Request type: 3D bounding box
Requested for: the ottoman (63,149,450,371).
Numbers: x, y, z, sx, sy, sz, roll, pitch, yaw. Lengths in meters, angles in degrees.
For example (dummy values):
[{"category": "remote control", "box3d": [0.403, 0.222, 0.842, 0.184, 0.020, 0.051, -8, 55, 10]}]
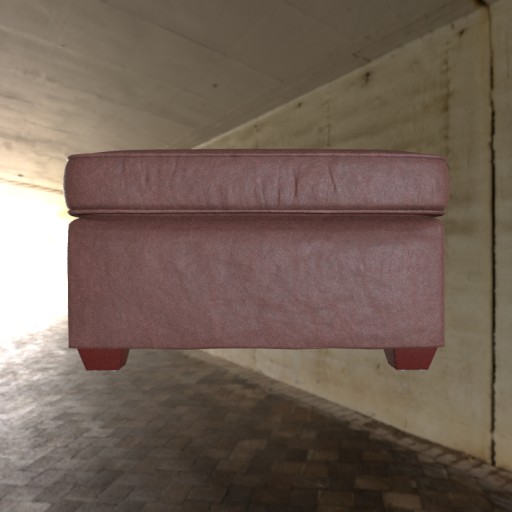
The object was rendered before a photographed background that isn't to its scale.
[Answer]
[{"category": "ottoman", "box3d": [0.000, 0.000, 1.077, 0.749, 0.449, 0.548, 0, 0, -1]}]
